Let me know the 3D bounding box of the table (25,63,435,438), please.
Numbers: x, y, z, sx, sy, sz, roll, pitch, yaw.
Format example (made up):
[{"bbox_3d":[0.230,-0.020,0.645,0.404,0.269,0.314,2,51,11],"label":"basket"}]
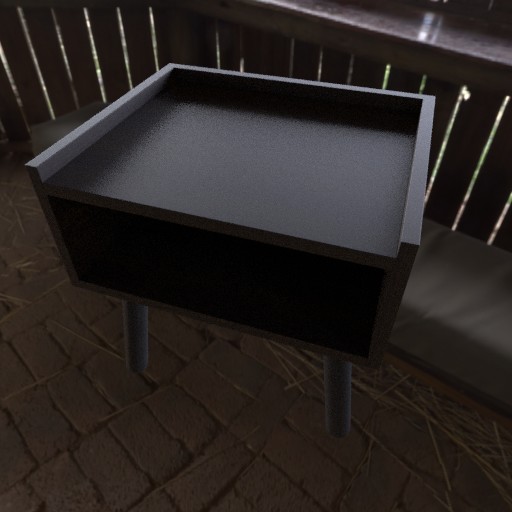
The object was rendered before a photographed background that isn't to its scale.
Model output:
[{"bbox_3d":[0.000,0.000,0.755,0.450,0.470,0.370,13,43,14],"label":"table"}]
